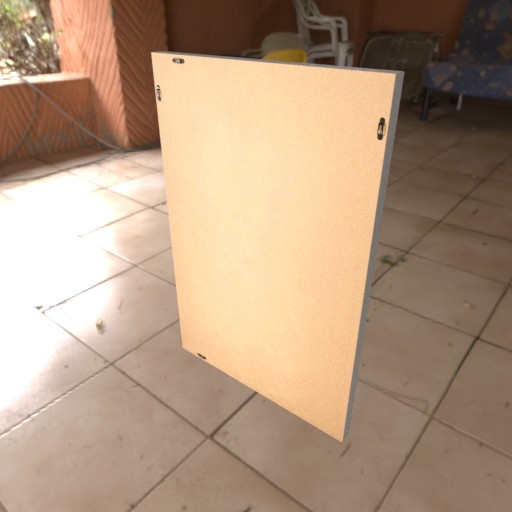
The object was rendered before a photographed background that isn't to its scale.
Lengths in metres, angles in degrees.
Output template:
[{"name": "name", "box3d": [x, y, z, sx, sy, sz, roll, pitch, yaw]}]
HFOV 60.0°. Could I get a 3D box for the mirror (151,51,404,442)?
[{"name": "mirror", "box3d": [0.000, 0.000, 1.127, 0.609, 0.915, 0.040, 21, 36, 32]}]
